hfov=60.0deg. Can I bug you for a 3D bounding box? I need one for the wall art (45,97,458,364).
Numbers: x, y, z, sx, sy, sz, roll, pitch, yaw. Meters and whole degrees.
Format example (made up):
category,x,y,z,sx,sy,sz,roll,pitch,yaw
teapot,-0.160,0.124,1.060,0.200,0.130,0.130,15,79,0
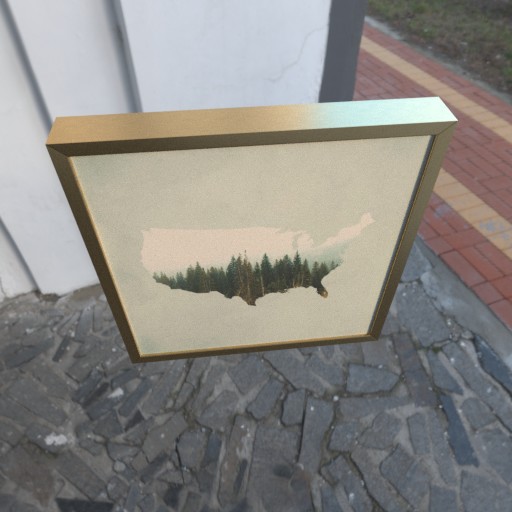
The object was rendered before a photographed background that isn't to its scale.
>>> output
category,x,y,z,sx,sy,sz,roll,pitch,yaw
wall art,0.000,0.000,0.448,0.304,0.304,0.038,-4,47,-4
